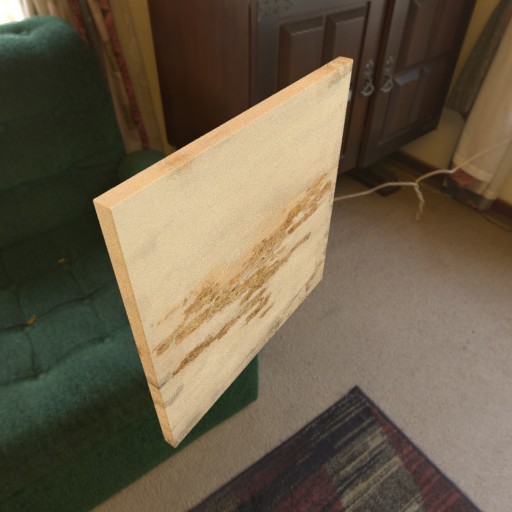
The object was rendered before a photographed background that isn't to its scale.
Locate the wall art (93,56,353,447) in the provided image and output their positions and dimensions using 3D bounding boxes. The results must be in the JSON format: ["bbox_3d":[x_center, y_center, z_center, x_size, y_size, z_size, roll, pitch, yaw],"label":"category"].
[{"bbox_3d":[0.000,0.000,1.111,0.038,0.755,0.753,26,48,26],"label":"wall art"}]
